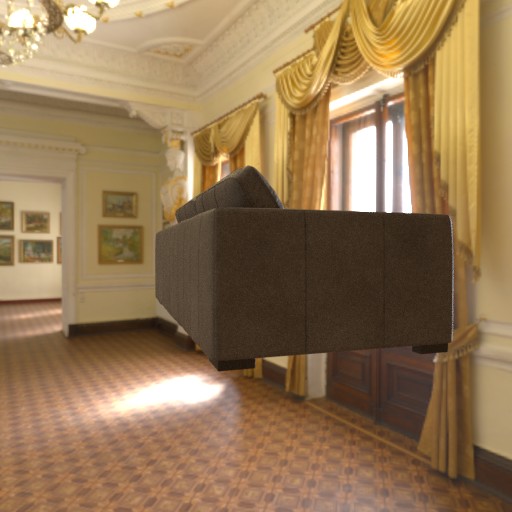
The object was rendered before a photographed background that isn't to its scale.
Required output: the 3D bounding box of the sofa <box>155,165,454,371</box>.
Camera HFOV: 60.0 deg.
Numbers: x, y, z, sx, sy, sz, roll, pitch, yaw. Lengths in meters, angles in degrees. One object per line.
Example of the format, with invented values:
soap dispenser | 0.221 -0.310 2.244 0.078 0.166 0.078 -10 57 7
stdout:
sofa | 0.000 0.000 2.773 1.070 0.801 2.262 0 1 -18
